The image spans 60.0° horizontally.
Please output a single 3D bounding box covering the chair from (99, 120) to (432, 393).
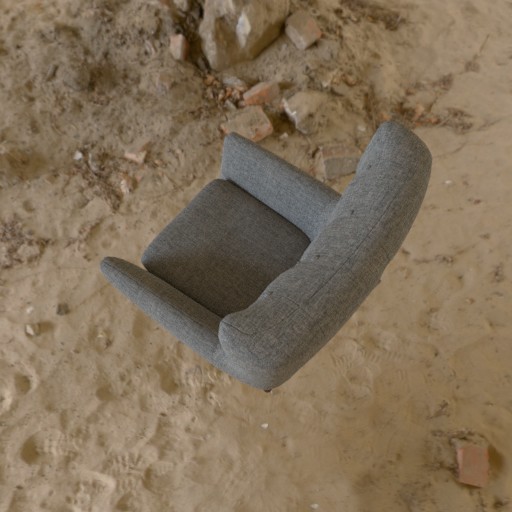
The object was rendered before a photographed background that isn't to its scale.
[{"bbox_3d":[0.000,0.000,1.739,0.904,1.063,0.878,34,68,16],"label":"chair"}]
